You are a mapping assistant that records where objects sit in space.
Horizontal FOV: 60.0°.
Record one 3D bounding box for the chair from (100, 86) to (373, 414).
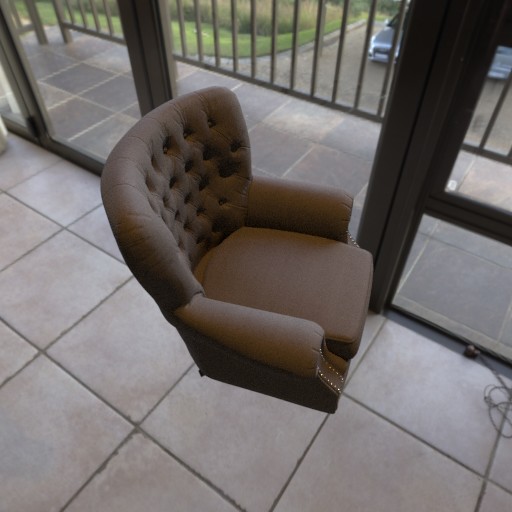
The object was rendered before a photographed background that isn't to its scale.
[{"bbox_3d":[0.000,0.000,1.834,0.983,1.046,0.983,12,48,11],"label":"chair"}]
